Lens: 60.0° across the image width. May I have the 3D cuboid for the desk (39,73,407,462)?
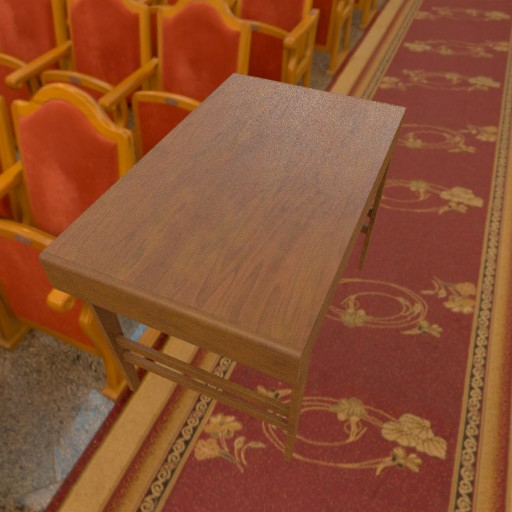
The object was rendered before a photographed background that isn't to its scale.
[{"bbox_3d":[0.000,0.000,1.555,0.660,0.754,1.066,18,49,16],"label":"desk"}]
